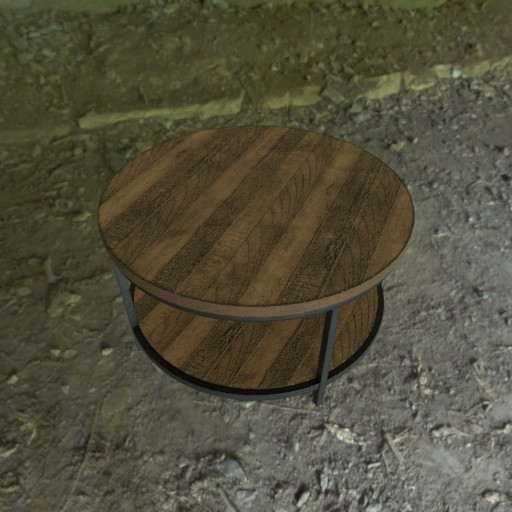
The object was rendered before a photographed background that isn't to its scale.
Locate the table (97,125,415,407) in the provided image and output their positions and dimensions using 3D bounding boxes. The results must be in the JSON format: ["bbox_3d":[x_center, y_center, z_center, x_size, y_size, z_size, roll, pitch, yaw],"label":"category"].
[{"bbox_3d":[0.000,0.000,1.362,0.837,0.462,0.837,0,41,0],"label":"table"}]
